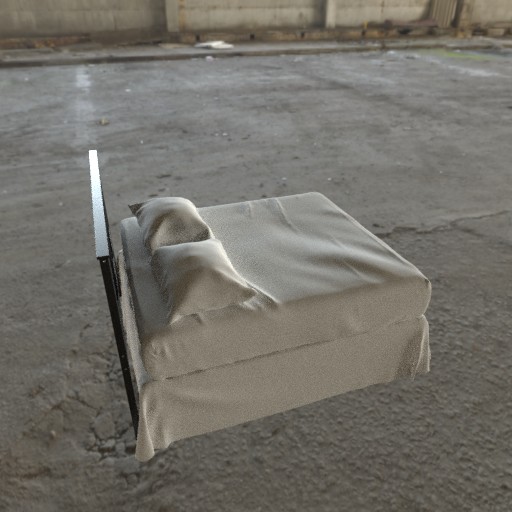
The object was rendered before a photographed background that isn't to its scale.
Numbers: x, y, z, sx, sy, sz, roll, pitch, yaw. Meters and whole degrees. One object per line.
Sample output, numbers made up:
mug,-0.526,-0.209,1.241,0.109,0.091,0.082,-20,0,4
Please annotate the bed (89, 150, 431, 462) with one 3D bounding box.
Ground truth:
bed,0.000,0.000,3.188,2.050,1.270,1.870,-10,31,-17
